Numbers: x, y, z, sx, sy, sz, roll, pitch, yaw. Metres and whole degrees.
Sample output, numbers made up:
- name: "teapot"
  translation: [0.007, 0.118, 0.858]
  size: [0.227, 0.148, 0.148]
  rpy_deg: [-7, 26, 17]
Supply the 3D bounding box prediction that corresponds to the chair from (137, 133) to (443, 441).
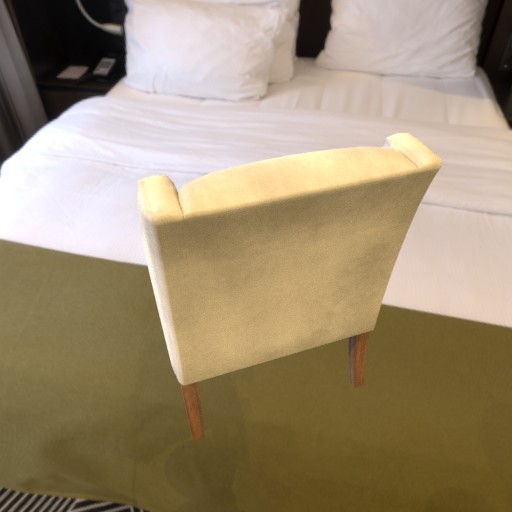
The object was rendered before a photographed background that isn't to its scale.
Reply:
- name: "chair"
  translation: [0.000, 0.000, 1.339]
  size: [0.629, 0.895, 0.629]
  rpy_deg: [-13, 43, -14]
